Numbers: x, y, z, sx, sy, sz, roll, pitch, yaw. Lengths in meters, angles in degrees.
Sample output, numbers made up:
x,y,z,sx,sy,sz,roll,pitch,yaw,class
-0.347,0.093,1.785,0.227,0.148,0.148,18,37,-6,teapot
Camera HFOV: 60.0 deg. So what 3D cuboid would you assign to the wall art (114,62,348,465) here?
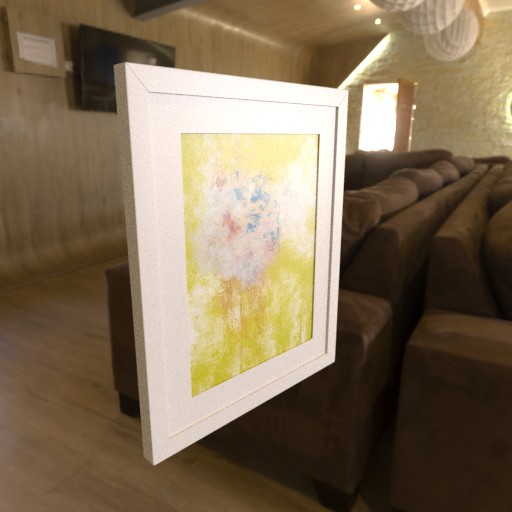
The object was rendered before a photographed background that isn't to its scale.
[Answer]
x,y,z,sx,sy,sz,roll,pitch,yaw,class
0.000,0.000,0.748,0.454,0.556,0.028,-14,21,-43,wall art
